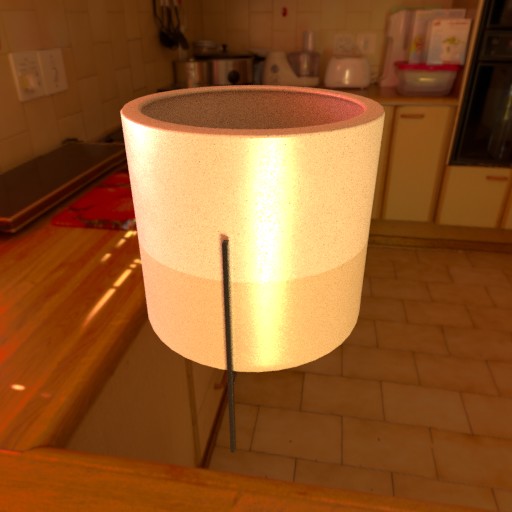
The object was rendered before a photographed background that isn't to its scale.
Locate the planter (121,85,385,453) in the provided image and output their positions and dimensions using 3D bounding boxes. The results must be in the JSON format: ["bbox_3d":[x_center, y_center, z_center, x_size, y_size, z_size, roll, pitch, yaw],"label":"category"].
[{"bbox_3d":[0.000,0.000,0.731,0.368,0.484,0.359,-10,31,-18],"label":"planter"}]
